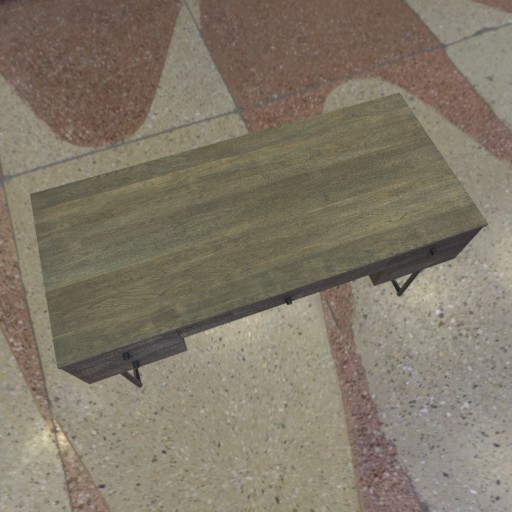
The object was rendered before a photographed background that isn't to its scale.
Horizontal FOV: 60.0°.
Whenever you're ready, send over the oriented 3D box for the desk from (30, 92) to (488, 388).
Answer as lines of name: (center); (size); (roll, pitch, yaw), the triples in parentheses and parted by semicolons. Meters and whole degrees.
desk: (0.000, 0.000, 2.034); (1.600, 0.780, 0.730); (-18, 65, -8)
